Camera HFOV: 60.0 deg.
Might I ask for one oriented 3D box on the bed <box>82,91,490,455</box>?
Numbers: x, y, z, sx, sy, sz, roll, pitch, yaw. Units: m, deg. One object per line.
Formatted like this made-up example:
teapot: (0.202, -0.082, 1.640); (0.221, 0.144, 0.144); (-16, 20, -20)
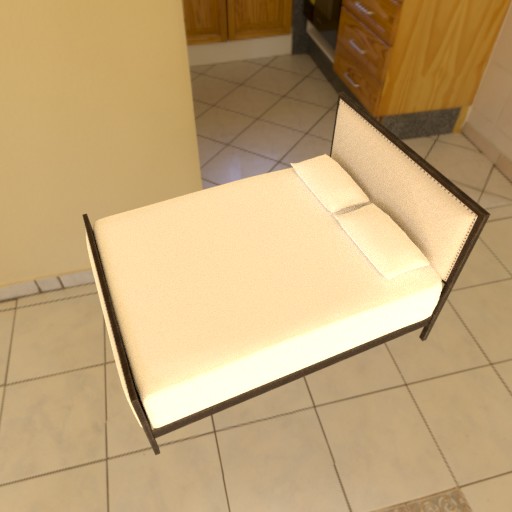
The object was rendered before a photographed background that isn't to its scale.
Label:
bed: (0.000, 0.000, 3.205); (2.221, 1.313, 1.607); (-18, 49, -16)
